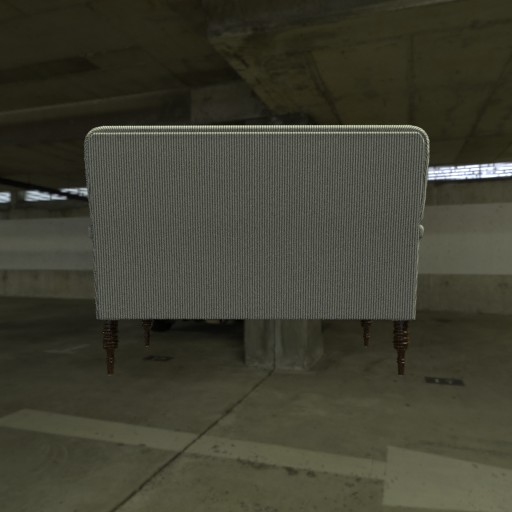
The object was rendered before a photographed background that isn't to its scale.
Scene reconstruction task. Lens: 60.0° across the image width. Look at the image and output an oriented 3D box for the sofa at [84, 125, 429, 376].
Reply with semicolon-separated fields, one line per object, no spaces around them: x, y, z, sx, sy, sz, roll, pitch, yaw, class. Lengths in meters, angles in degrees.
0.000;0.000;1.887;1.297;0.889;0.779;0;0;1;sofa
